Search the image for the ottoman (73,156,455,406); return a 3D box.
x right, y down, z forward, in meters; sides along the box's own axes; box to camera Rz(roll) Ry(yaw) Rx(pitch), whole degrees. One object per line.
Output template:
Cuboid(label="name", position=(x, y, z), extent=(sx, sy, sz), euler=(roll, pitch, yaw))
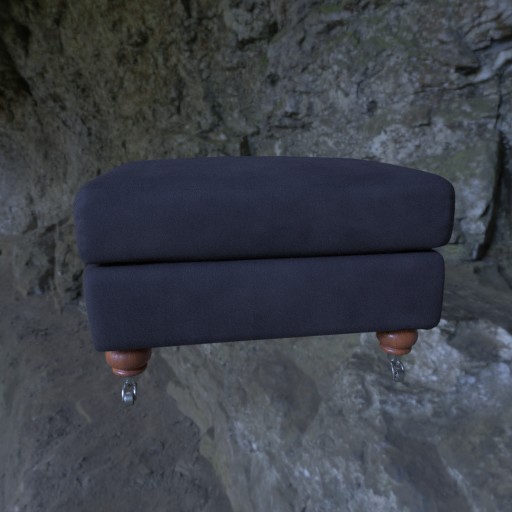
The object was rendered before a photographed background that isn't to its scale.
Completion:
Cuboid(label="ottoman", position=(0.000, 0.000, 1.150), extent=(0.773, 0.497, 0.574), euler=(-2, 16, -9))
